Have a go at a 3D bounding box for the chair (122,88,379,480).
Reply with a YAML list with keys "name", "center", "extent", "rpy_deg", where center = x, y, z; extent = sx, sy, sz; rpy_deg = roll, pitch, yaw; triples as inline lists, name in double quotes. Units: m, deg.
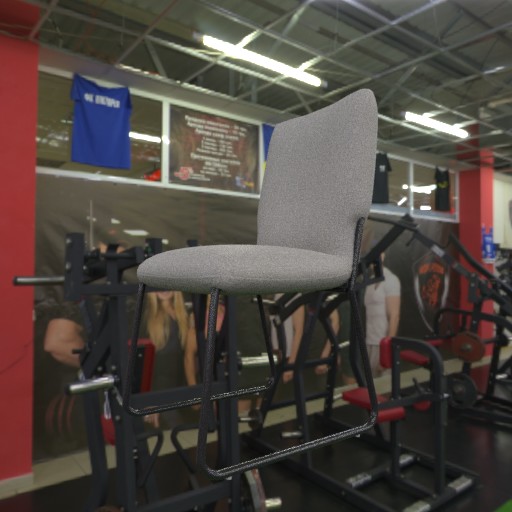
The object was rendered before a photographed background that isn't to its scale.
- name: "chair"
  center: [0.000, 0.000, 1.152]
  extent: [0.560, 0.864, 0.448]
  rpy_deg: [1, -1, -35]
